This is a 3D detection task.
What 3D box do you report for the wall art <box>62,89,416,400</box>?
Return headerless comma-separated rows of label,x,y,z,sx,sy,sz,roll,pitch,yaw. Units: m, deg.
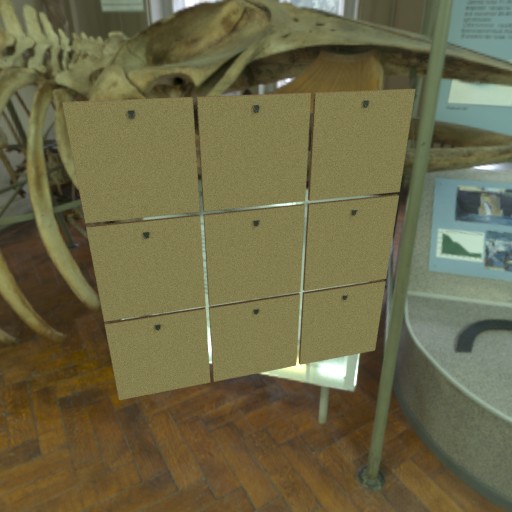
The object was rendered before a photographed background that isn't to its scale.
wall art,0.000,0.000,1.771,1.221,1.218,0.024,-7,28,-14
